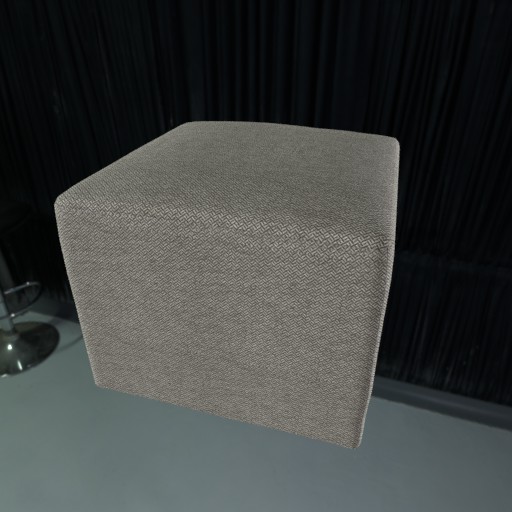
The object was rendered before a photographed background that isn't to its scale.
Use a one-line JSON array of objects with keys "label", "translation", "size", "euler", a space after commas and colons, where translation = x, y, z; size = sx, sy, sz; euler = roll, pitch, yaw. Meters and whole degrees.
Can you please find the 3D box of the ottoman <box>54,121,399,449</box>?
[{"label": "ottoman", "translation": [0.000, 0.000, 0.908], "size": [0.512, 0.453, 0.519], "euler": [8, 31, 14]}]
